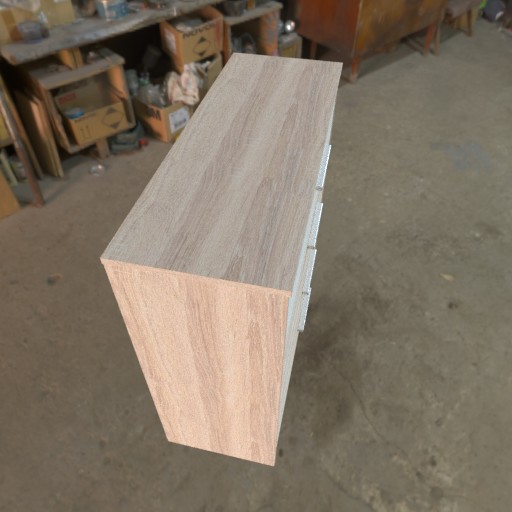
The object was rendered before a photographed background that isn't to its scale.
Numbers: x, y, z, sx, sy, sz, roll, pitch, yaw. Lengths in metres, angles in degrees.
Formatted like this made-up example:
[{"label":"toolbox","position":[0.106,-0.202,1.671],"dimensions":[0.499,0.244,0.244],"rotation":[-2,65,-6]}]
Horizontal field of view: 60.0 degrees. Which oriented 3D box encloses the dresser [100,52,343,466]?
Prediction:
[{"label":"dresser","position":[0.000,0.000,1.462],"dimensions":[0.380,0.900,0.980],"rotation":[9,47,9]}]
